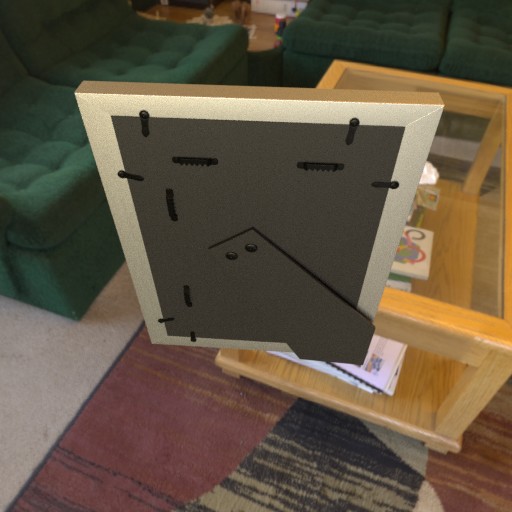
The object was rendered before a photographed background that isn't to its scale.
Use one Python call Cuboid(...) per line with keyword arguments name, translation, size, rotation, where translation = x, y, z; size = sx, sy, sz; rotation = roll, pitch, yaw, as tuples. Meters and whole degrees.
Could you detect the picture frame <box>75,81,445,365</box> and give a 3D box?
Cuboid(name="picture frame", translation=(0.000, 0.000, 0.509), size=(0.307, 0.386, 0.036), rotation=(3, 46, 3))
